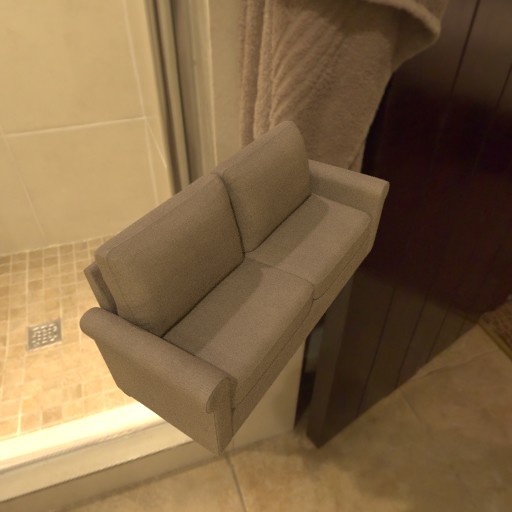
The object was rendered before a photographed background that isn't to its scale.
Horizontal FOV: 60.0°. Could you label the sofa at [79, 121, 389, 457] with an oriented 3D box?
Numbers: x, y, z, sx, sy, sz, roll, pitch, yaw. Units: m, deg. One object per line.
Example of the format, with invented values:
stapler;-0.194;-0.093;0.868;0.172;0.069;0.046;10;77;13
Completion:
sofa;0.000;0.000;2.570;0.842;0.942;1.935;24;46;25
